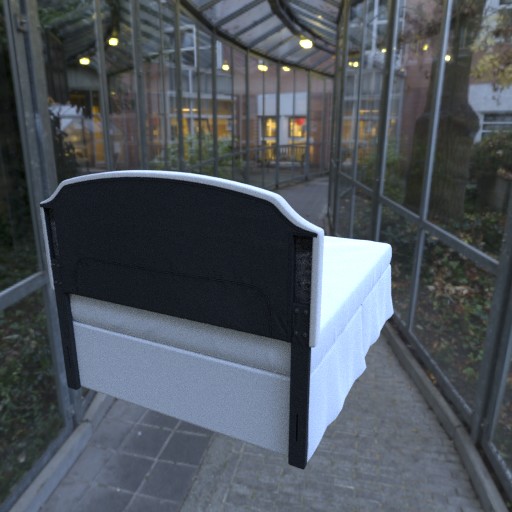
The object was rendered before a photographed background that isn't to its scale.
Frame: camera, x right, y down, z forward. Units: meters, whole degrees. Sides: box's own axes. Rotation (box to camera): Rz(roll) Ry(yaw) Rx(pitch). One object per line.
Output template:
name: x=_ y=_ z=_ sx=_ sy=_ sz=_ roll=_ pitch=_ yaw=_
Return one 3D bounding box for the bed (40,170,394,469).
bed: x=0.000 y=0.000 z=2.947 sx=1.558 sy=1.270 sz=1.999 roll=8 pitch=18 yaw=25
